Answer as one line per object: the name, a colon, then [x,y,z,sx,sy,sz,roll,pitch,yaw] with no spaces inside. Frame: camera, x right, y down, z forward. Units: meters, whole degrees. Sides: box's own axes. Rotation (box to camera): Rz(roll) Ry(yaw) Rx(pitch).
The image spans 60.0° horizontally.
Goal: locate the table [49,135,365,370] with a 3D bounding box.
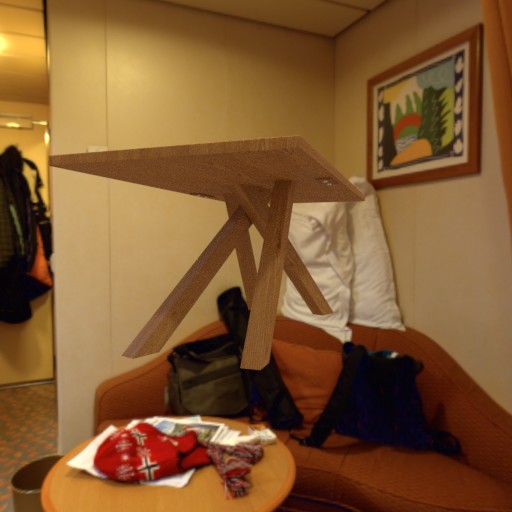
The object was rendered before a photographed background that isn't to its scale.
table: [0.000,0.000,2.255,0.901,0.750,1.797,1,2,19]
